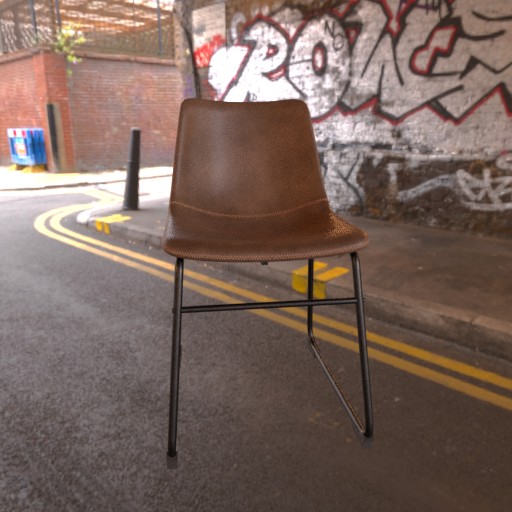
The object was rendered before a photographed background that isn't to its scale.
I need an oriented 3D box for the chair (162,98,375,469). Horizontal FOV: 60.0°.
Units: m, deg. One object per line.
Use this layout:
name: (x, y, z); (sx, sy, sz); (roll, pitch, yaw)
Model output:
chair: (0.000, 0.000, 1.117); (0.460, 0.780, 0.551); (-2, 16, -8)
